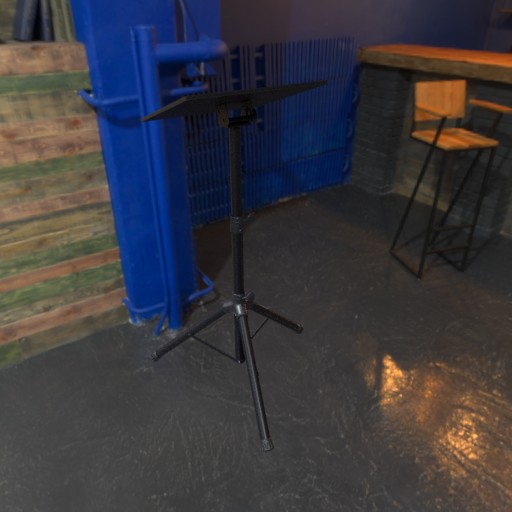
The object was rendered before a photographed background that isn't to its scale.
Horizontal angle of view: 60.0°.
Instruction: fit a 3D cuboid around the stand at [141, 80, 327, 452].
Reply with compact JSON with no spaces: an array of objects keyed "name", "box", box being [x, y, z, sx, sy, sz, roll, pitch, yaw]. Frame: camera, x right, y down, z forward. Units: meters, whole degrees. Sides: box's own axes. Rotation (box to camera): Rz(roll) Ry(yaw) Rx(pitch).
[{"name":"stand","box":[0.000,0.000,1.608,0.702,1.198,0.702,-18,35,-28]}]
